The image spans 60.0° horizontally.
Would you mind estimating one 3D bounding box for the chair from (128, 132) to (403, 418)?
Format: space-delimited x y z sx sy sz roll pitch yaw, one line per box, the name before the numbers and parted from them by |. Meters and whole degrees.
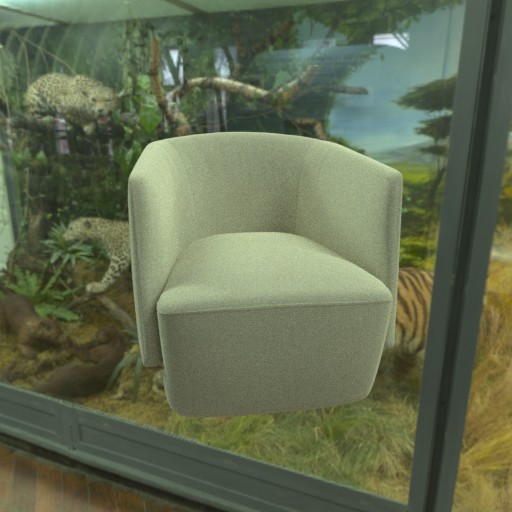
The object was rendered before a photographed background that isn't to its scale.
chair | 0.000 0.000 1.606 0.822 0.861 0.986 -2 16 -8
